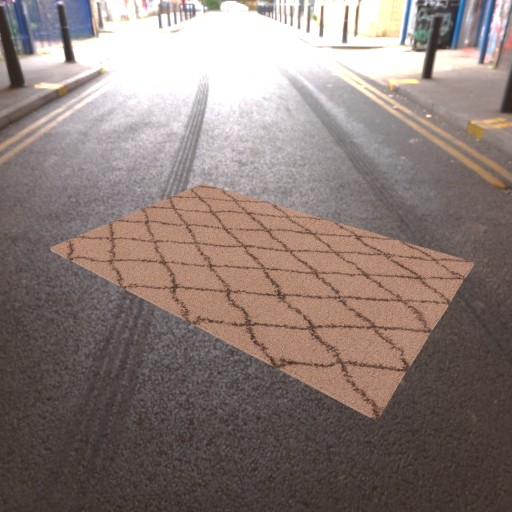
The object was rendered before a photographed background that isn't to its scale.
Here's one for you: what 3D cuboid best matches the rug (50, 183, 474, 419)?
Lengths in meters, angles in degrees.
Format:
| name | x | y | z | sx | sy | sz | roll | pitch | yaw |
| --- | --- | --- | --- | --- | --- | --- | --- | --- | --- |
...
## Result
| name | x | y | z | sx | sy | sz | roll | pitch | yaw |
| --- | --- | --- | --- | --- | --- | --- | --- | --- | --- |
| rug | 0.000 | 0.000 | 3.398 | 2.743 | 0.030 | 1.778 | 21 | 36 | 31 |
